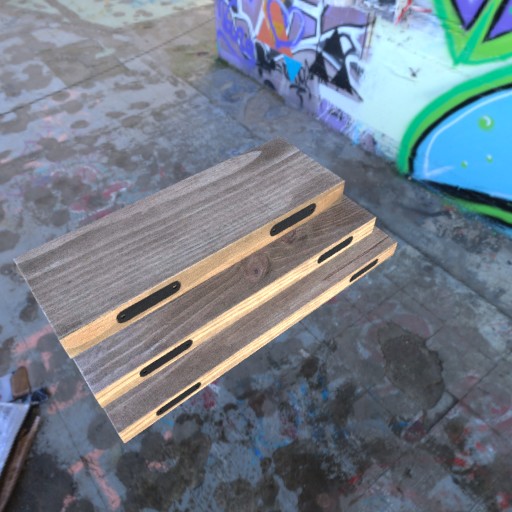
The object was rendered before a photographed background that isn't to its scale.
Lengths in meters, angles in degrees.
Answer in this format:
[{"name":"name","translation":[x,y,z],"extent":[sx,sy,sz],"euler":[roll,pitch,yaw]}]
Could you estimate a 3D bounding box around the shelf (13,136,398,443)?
[{"name":"shelf","translation":[0.000,0.000,0.713],"extent":[0.610,0.293,0.140],"euler":[-30,55,-24]}]
